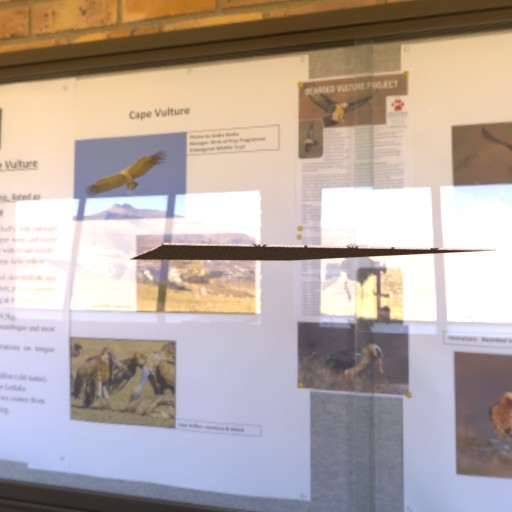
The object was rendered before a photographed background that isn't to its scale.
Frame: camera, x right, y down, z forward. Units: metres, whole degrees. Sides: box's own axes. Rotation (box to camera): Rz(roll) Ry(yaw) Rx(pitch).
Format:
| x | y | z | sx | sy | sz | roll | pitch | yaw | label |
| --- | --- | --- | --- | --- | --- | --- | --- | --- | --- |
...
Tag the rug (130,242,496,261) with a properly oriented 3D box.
| x | y | z | sx | sy | sz | roll | pitch | yaw | label |
| --- | --- | --- | --- | --- | --- | --- | --- | --- | --- |
| 0.000 | 0.000 | 2.975 | 1.526 | 0.008 | 2.465 | 1 | -2 | -19 | rug |
